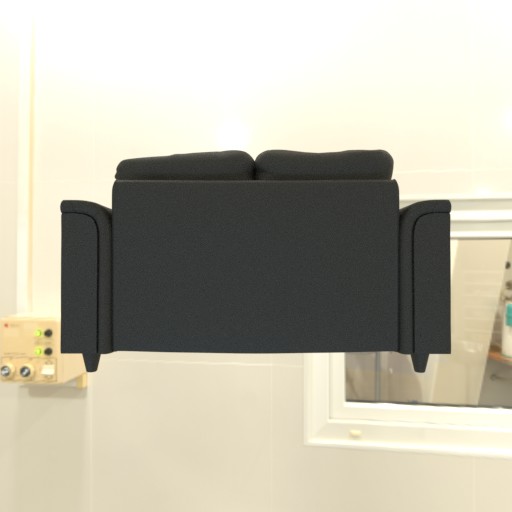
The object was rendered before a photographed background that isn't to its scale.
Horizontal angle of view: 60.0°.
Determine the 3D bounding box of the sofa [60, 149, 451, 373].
[{"bbox_3d":[0.000,0.000,1.998,1.386,0.845,0.887,0,0,0],"label":"sofa"}]
